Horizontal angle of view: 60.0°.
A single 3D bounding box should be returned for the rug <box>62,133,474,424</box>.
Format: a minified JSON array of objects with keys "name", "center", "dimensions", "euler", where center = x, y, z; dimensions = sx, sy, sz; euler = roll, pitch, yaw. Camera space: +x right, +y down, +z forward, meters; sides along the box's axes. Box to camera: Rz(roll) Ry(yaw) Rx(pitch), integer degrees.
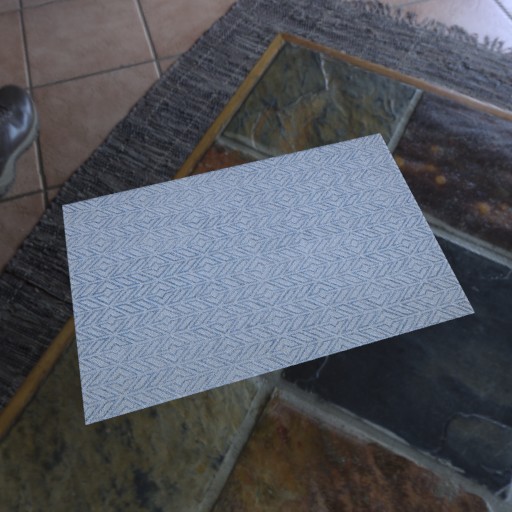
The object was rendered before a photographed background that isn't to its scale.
[{"name":"rug","center":[0.000,0.000,2.984],"dimensions":[2.441,0.008,1.526],"euler":[-14,65,-7]}]
